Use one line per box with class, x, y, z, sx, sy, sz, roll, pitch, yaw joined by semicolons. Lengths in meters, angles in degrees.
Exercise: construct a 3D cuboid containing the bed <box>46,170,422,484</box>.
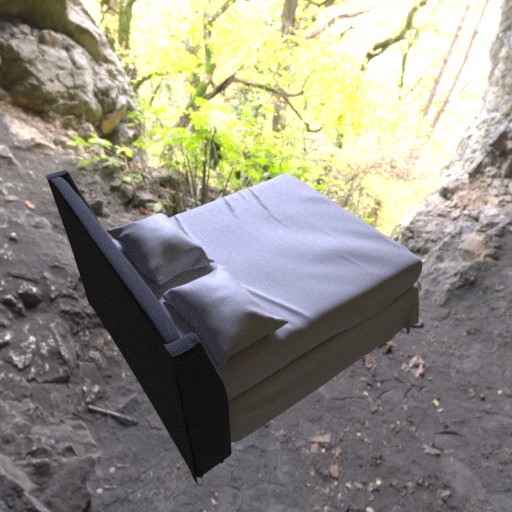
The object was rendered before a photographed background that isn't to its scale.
bed;0.000;0.000;3.409;2.276;1.332;1.925;-25;46;-26
